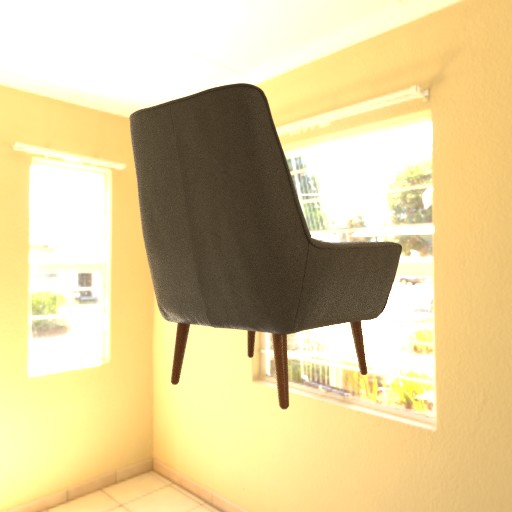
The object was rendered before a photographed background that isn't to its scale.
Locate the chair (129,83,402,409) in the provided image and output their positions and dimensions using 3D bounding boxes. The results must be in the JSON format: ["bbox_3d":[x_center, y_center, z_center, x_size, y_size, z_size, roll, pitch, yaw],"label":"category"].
[{"bbox_3d":[0.000,0.000,1.552,0.787,0.888,0.822,-1,-1,35],"label":"chair"}]
